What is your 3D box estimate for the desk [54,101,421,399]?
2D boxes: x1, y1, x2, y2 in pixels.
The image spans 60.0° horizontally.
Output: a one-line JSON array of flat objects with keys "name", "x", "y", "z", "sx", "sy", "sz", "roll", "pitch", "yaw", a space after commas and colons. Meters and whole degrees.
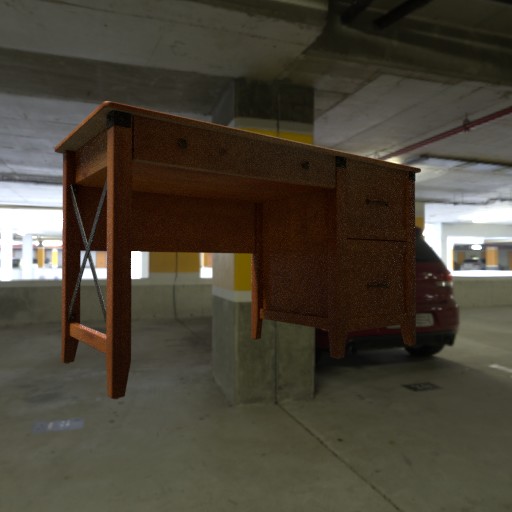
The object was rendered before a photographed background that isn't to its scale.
[{"name": "desk", "x": 0.000, "y": 0.000, "z": 1.727, "sx": 1.353, "sy": 0.756, "sz": 0.574, "roll": 1, "pitch": -1, "yaw": -36}]
